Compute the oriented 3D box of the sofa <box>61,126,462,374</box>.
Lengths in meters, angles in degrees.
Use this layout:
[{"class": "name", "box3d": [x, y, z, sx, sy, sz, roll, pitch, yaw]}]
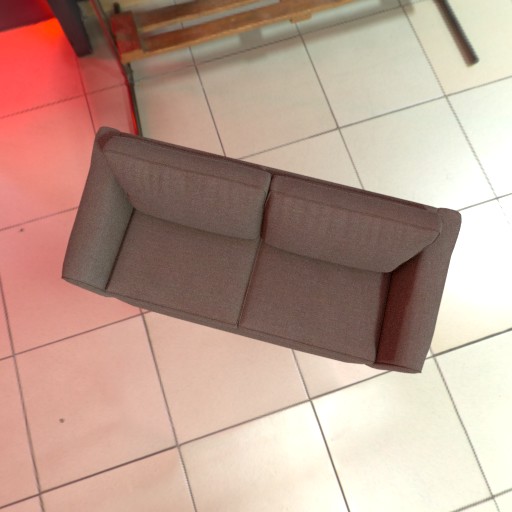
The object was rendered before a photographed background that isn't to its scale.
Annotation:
[{"class": "sofa", "box3d": [0.000, 0.000, 2.825, 2.270, 0.906, 0.986, 14, 76, 4]}]
